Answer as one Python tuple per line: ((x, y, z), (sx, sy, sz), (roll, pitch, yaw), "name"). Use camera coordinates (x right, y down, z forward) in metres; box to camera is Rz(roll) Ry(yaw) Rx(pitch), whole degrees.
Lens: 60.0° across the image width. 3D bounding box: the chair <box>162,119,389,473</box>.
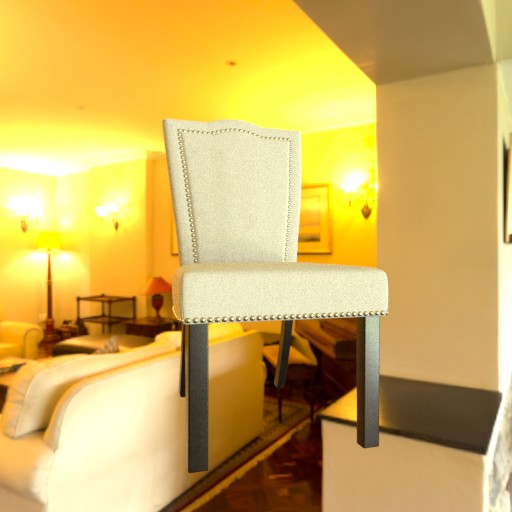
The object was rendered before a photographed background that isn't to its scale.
((0.000, 0.000, 1.288), (0.518, 0.946, 0.589), (0, 0, -17), "chair")
